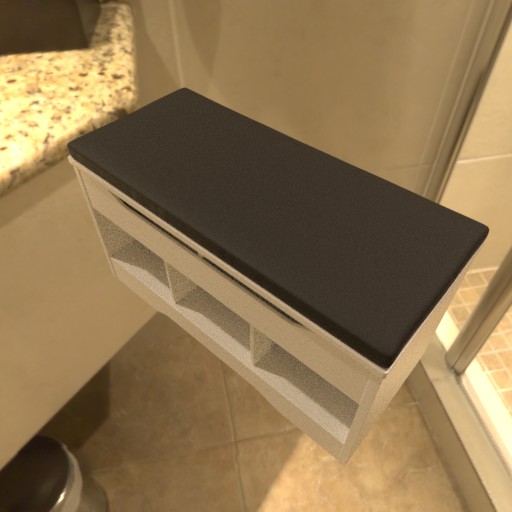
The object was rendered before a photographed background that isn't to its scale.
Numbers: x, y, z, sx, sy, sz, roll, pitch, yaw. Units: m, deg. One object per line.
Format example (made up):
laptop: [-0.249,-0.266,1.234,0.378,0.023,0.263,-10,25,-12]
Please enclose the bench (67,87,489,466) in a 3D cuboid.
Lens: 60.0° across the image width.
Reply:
bench: [0.000,0.000,1.152,0.899,0.500,0.401,33,55,27]
